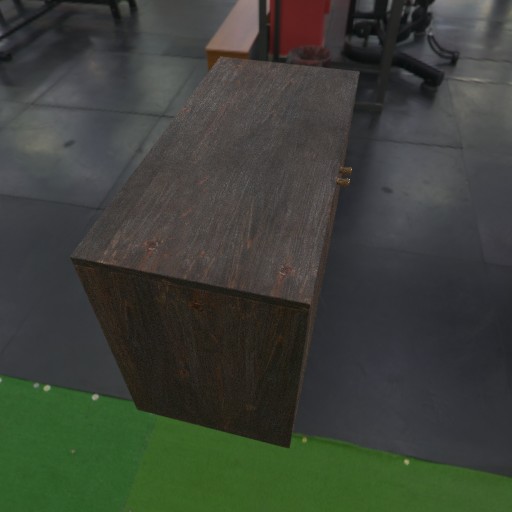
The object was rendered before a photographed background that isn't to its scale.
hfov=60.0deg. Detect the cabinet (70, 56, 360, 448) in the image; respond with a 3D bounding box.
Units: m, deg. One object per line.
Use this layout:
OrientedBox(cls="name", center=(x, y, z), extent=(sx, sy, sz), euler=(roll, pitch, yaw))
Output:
OrientedBox(cls="cabinet", center=(0.000, 0.000, 1.525), extent=(0.529, 0.897, 1.023), euler=(10, 47, 10))
